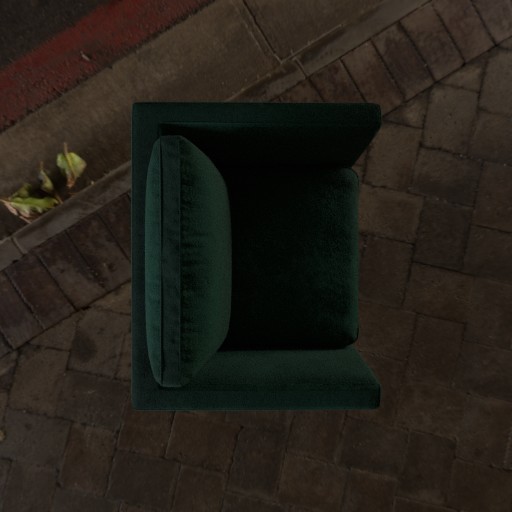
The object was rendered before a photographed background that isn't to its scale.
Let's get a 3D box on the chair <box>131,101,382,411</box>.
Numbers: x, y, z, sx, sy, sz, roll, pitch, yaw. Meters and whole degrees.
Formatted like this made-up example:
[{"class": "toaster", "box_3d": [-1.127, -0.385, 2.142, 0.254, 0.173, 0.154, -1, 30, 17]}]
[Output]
[{"class": "chair", "box_3d": [0.000, 0.000, 1.738, 0.852, 0.997, 1.047, 0, 90, -1]}]
